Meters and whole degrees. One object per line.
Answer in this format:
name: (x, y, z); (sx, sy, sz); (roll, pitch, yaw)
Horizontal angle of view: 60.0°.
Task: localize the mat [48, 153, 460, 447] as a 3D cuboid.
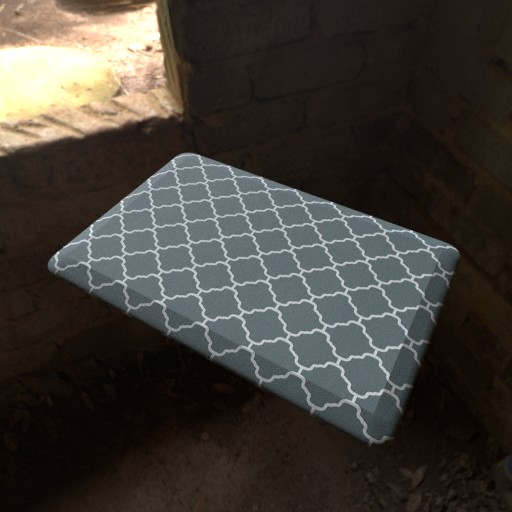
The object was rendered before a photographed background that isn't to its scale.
mat: (0.000, 0.000, 0.950); (0.762, 0.021, 0.508); (23, 51, 20)
